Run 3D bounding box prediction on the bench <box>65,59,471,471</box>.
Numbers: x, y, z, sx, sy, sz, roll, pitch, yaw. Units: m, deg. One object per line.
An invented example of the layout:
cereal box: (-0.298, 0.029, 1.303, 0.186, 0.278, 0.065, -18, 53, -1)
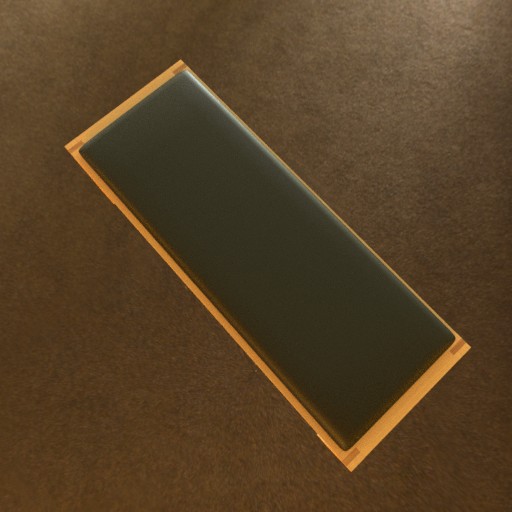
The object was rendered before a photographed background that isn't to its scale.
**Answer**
bench: (0.000, 0.000, 1.406, 0.450, 0.430, 1.202, -41, 79, -10)
